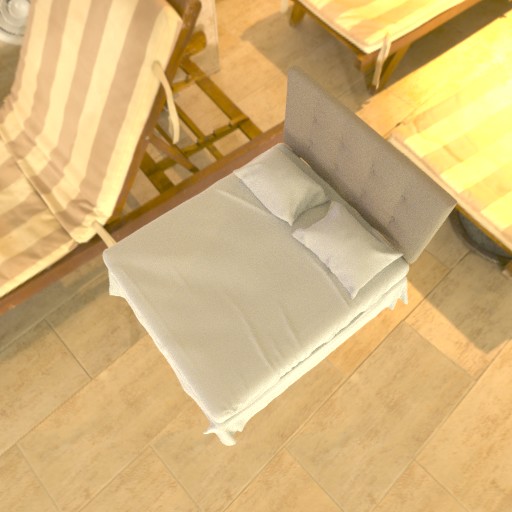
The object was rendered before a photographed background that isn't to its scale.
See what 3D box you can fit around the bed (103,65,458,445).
[{"bbox_3d":[0.000,0.000,3.540,2.222,1.577,1.936,-35,68,-16],"label":"bed"}]
